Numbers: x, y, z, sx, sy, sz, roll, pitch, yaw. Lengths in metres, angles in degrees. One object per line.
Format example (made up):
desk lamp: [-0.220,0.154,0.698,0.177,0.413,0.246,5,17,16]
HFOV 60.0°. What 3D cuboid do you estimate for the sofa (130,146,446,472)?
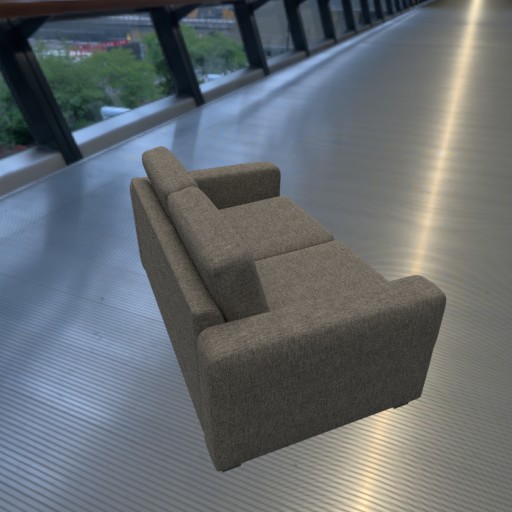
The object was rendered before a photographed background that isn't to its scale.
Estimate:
sofa: [0.000,0.000,2.047,0.900,0.800,1.520,-12,33,-19]
